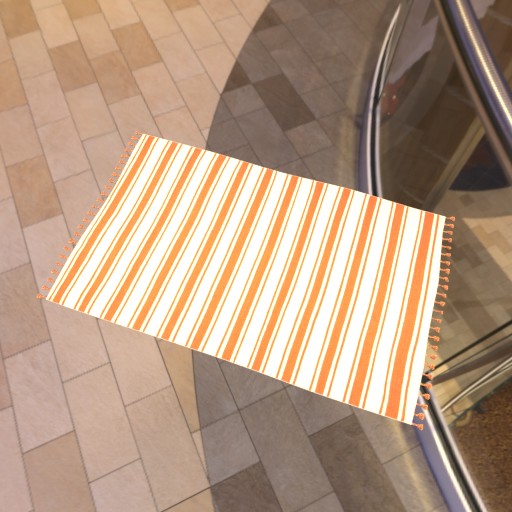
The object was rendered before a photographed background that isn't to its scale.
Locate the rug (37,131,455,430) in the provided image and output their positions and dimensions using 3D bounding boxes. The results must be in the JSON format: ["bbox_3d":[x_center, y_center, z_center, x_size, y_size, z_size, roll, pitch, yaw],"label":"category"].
[{"bbox_3d":[0.000,0.000,2.489,2.092,0.017,1.232,17,64,8],"label":"rug"}]
